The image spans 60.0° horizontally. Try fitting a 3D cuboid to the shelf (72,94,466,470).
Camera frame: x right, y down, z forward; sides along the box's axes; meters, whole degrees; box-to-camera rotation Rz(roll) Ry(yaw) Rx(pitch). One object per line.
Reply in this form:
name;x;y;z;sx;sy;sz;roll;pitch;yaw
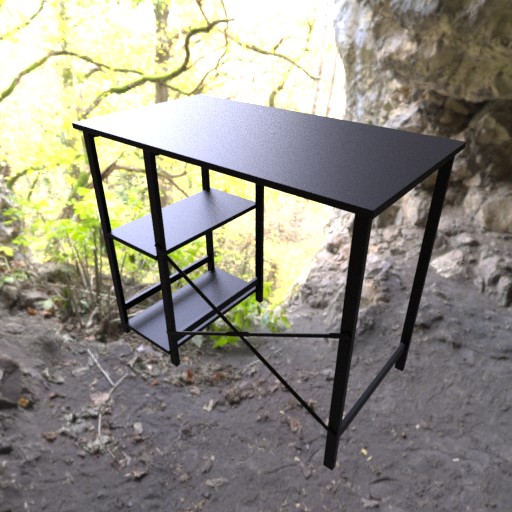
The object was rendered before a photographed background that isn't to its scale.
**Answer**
shelf;0.000;0.000;1.336;0.902;0.749;0.498;23;38;32
